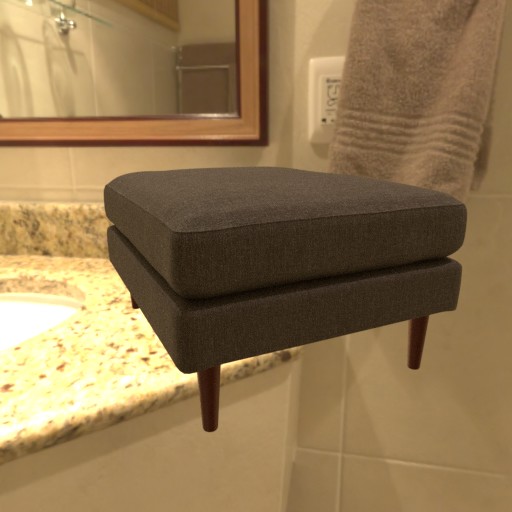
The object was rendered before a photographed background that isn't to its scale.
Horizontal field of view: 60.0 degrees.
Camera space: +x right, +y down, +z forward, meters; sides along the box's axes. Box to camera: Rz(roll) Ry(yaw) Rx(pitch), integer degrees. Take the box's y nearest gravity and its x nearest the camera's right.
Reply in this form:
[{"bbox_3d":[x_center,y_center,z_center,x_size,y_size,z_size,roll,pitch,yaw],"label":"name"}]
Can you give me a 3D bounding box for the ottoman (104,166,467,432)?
[{"bbox_3d":[0.000,0.000,1.242,0.693,0.474,0.821,-7,17,-25],"label":"ottoman"}]
